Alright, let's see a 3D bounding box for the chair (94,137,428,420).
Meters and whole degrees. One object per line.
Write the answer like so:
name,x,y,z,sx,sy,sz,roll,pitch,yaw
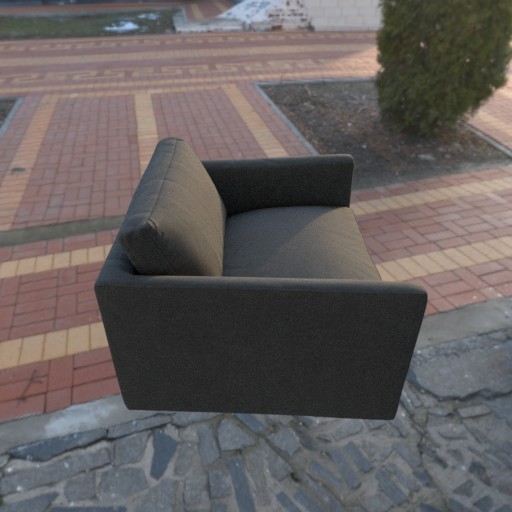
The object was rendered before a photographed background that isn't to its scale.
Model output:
chair,0.000,0.000,1.975,1.091,0.845,1.190,-1,34,-1
